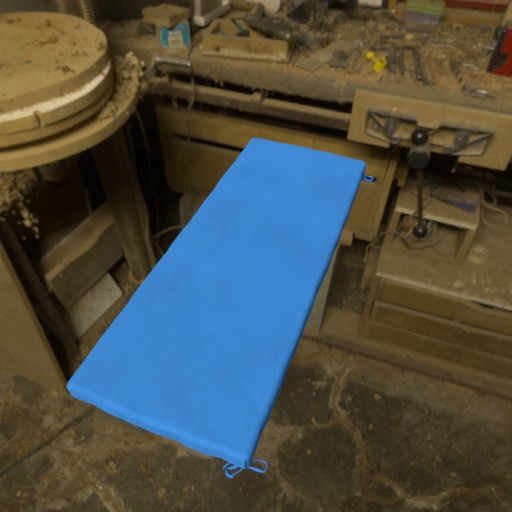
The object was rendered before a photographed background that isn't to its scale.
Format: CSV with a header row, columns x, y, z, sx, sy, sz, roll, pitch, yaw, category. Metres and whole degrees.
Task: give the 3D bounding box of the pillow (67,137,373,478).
x,y,z,sx,sy,sz,roll,pitch,yaw,category
0.000,0.000,1.333,0.492,0.081,1.187,16,49,15,pillow
